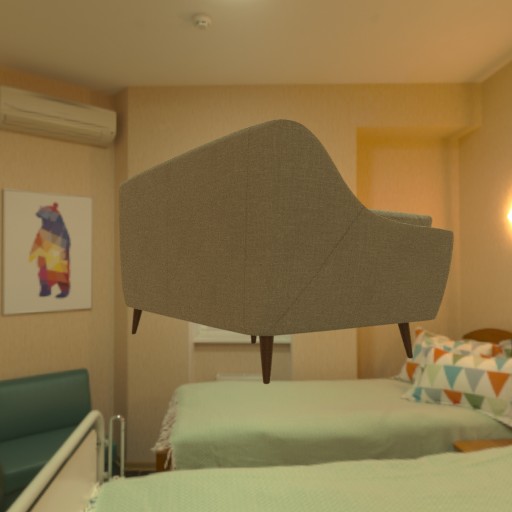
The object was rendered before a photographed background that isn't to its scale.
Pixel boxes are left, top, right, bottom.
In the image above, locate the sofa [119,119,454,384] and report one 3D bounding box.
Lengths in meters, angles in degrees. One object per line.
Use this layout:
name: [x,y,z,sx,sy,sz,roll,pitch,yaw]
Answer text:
sofa: [0.000,0.000,2.262,0.965,0.888,1.652,1,-1,-35]
